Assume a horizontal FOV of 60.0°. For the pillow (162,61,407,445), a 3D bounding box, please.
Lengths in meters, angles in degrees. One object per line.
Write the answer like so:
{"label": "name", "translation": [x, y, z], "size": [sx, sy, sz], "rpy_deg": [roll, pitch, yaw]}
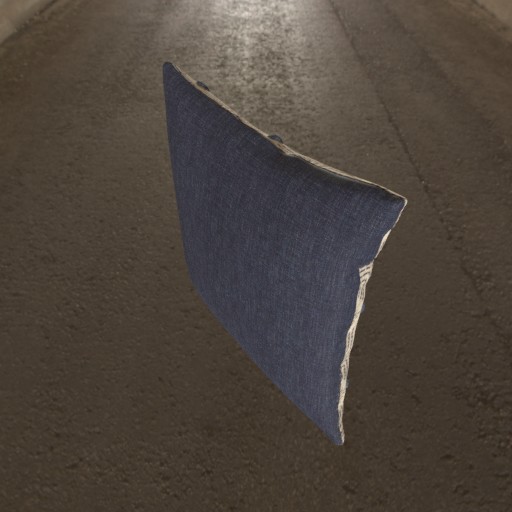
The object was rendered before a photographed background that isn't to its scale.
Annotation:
{"label": "pillow", "translation": [0.000, 0.000, 0.753], "size": [0.145, 0.510, 0.510], "rpy_deg": [-26, 48, -26]}
